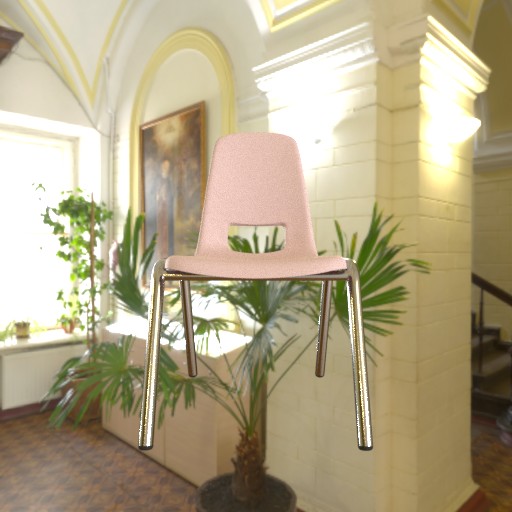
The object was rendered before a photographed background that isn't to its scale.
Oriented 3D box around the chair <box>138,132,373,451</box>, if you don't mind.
[{"bbox_3d":[0.000,0.000,0.868,0.354,0.586,0.423,0,0,0],"label":"chair"}]
